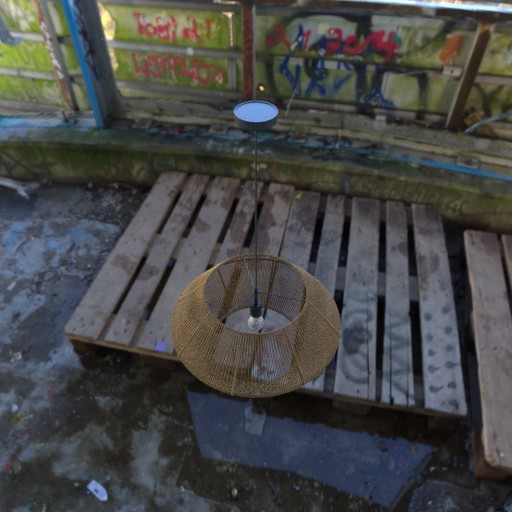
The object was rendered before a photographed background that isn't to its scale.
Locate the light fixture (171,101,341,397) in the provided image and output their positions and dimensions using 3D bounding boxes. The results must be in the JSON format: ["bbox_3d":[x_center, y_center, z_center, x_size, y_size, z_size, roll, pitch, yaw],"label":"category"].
[{"bbox_3d":[0.000,0.000,1.441,0.643,1.009,0.643,0,46,0],"label":"light fixture"}]
